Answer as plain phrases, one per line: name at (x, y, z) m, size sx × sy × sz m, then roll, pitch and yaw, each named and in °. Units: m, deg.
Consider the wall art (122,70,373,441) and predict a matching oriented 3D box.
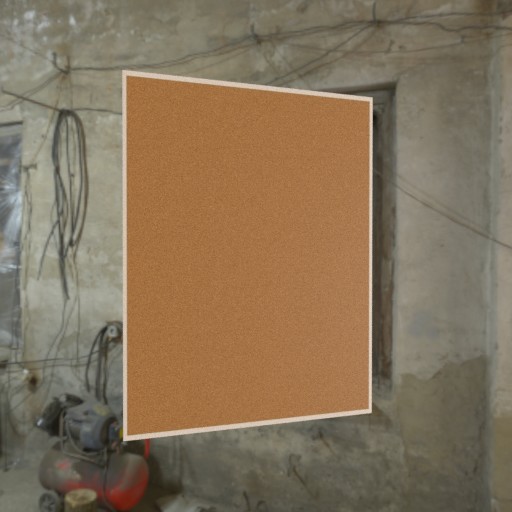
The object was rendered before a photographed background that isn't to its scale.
wall art at (0.000, 0.000, 1.381) m, size 0.795 × 1.050 × 0.039 m, roll 0°, pitch 0°, yaw -16°
